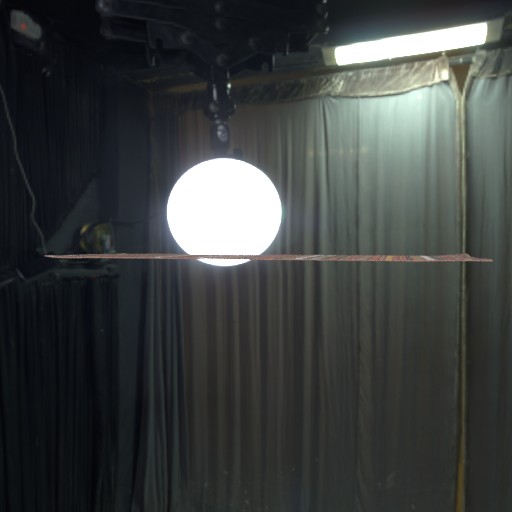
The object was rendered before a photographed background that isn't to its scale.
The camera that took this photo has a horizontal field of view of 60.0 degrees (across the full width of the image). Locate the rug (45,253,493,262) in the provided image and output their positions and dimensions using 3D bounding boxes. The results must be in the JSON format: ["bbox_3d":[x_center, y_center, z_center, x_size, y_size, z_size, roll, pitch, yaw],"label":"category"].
[{"bbox_3d":[0.000,0.000,2.689,2.444,0.030,0.799,0,2,18],"label":"rug"}]
